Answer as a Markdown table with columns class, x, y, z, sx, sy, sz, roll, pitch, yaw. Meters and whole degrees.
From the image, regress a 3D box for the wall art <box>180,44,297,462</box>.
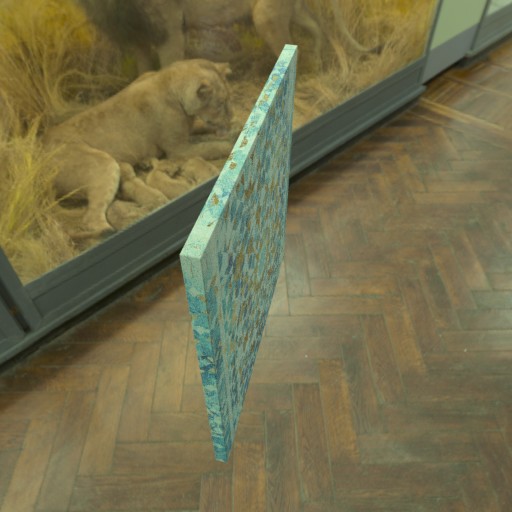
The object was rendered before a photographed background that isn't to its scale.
| class | x | y | z | sx | sy | sz | roll | pitch | yaw |
| --- | --- | --- | --- | --- | --- | --- | --- | --- | --- |
| wall art | 0.000 | 0.000 | 1.359 | 0.040 | 0.916 | 0.916 | 10 | 47 | 9 |
